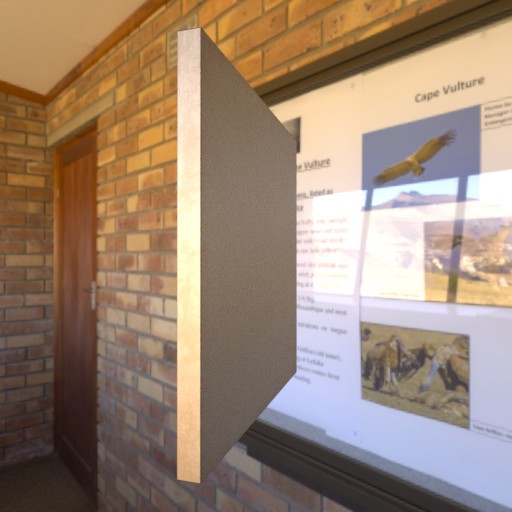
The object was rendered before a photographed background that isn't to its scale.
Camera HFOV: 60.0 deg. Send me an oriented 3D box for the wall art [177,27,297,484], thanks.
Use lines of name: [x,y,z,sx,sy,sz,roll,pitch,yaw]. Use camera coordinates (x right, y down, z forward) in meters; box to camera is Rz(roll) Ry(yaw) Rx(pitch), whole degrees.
wall art: [0.000,0.000,0.734,0.030,0.506,0.503,0,0,17]
